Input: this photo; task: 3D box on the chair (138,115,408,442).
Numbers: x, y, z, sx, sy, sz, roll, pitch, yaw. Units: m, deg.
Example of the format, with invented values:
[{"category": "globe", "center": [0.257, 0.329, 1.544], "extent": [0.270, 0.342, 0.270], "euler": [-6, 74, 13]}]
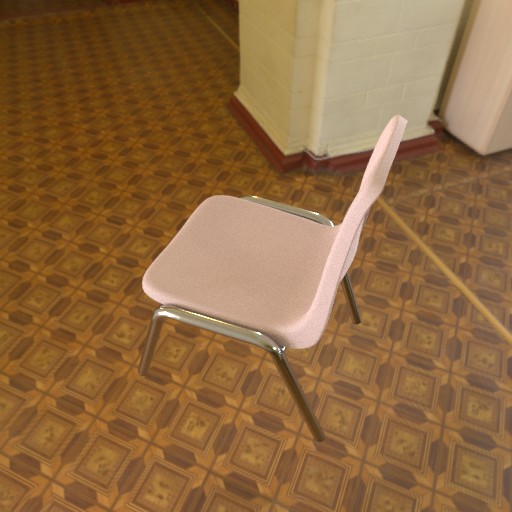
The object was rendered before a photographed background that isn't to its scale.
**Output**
[{"category": "chair", "center": [0.000, 0.000, 0.827], "extent": [0.423, 0.586, 0.354], "euler": [17, 48, 16]}]
